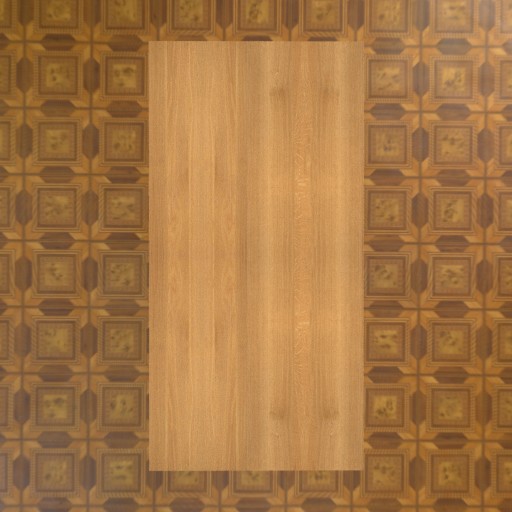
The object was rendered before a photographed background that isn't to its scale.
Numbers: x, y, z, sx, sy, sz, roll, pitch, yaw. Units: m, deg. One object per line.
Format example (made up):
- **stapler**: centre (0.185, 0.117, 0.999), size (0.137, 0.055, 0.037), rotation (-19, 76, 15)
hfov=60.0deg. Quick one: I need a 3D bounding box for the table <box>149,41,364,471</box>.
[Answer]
- **table**: centre (0.000, 0.000, 2.233), size (0.900, 0.750, 1.800), rotation (0, 90, 0)
